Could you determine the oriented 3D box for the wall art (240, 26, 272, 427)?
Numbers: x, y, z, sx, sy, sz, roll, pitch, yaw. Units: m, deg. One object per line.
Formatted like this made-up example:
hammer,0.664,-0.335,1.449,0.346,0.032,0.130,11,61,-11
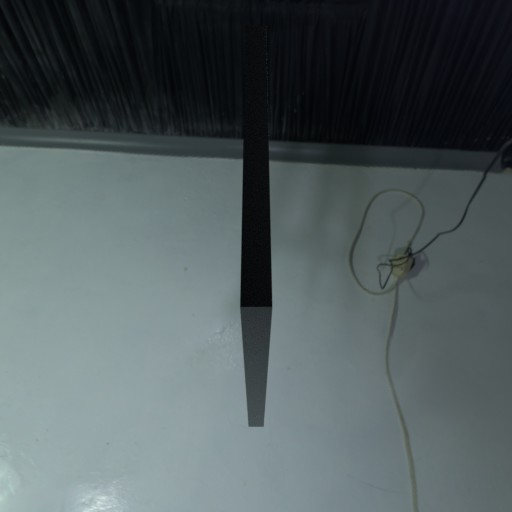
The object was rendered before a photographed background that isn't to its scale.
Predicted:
wall art,0.000,0.000,0.776,0.031,0.558,0.461,0,58,0
